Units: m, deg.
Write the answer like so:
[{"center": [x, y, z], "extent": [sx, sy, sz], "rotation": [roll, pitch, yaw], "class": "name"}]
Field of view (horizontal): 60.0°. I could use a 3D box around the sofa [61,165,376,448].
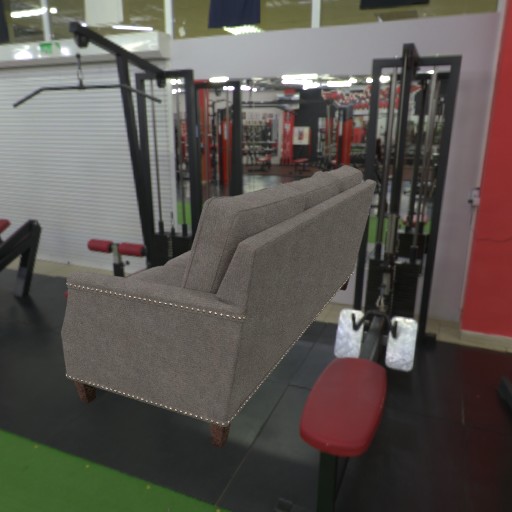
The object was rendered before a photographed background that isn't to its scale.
[{"center": [0.000, 0.000, 2.778], "extent": [1.034, 1.042, 2.226], "rotation": [7, 18, 24], "class": "sofa"}]
